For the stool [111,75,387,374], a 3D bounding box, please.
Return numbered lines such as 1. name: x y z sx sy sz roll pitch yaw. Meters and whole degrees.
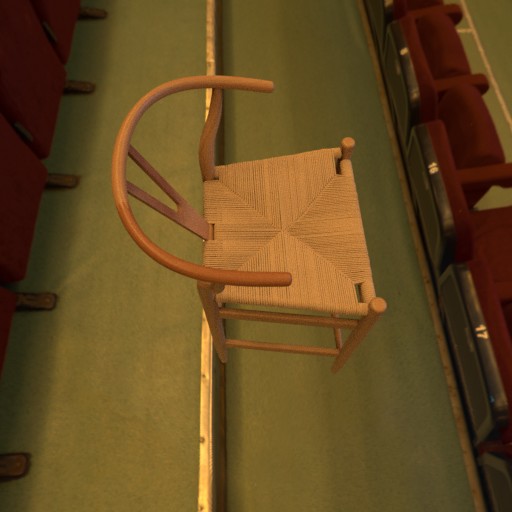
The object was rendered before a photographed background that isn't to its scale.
1. stool: 0.000 0.000 1.291 0.575 0.923 0.536 -2 63 -1
